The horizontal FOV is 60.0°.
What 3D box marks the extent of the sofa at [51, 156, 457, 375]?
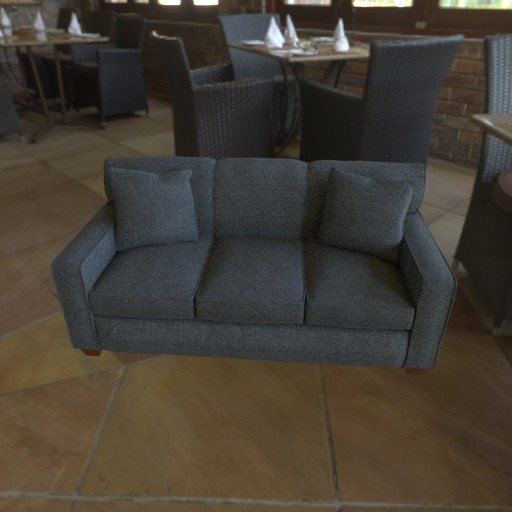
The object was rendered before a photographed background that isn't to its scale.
[{"bbox_3d":[0.000,0.000,2.629,2.024,0.958,0.997,2,30,4],"label":"sofa"}]
